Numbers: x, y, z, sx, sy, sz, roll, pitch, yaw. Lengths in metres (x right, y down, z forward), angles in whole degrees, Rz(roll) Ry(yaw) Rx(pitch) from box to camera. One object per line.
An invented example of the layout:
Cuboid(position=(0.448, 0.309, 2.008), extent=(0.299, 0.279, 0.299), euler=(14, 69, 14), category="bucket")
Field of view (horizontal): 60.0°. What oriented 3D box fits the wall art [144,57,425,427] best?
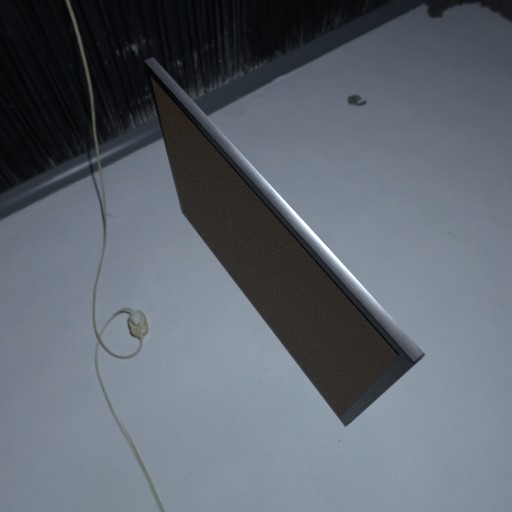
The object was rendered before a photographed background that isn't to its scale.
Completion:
Cuboid(position=(0.000, 0.000, 0.565), extent=(0.013, 0.306, 0.440), euler=(-32, 65, -17), category="wall art")
